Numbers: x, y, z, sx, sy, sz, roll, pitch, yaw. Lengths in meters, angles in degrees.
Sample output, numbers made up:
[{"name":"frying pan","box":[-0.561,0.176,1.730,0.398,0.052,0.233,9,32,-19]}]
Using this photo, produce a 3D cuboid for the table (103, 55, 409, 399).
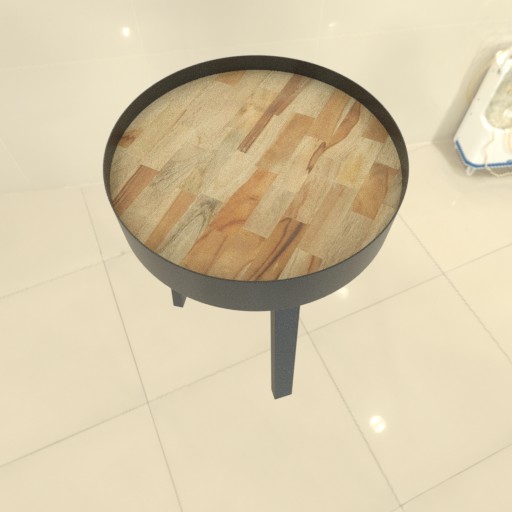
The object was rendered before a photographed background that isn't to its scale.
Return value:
[{"name":"table","box":[0.000,0.000,0.836,0.406,0.559,0.406,0,59,0]}]
